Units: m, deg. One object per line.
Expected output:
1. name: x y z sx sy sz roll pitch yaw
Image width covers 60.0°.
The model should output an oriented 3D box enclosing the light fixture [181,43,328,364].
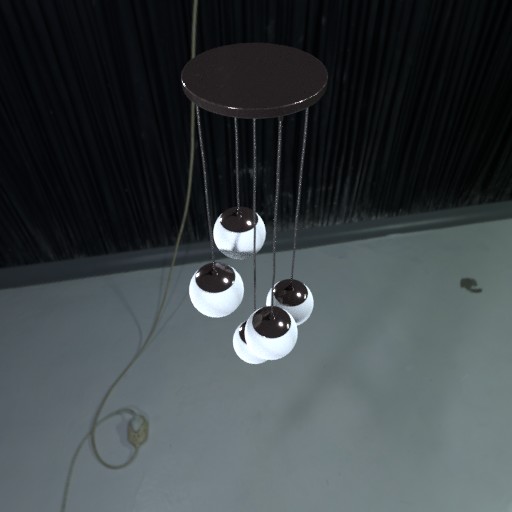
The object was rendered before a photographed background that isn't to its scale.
1. light fixture: 0.000 0.000 1.511 0.484 1.271 0.489 -9 48 -9
